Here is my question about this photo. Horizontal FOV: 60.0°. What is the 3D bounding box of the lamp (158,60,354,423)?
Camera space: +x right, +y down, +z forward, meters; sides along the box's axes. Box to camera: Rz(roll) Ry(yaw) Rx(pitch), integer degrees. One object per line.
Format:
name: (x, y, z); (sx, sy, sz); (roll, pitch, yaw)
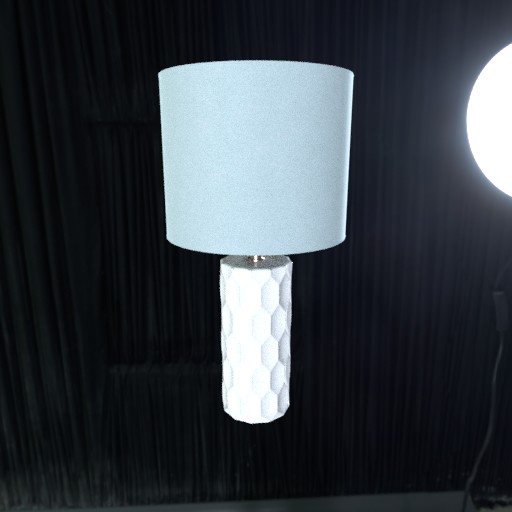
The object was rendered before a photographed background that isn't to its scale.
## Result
lamp: (0.000, 0.000, 0.708); (0.277, 0.534, 0.277); (-2, 15, -7)
